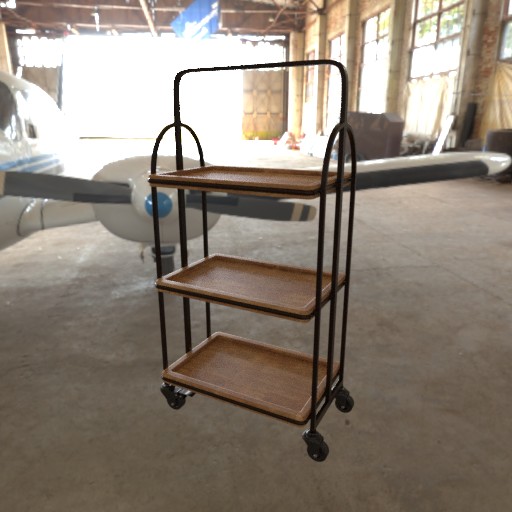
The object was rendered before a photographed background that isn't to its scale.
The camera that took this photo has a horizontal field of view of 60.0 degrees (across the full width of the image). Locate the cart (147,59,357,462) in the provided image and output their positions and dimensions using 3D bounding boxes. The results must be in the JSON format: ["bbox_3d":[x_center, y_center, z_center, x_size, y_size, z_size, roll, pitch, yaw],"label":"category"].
[{"bbox_3d":[0.000,0.000,1.251,0.553,1.001,0.327,9,19,27],"label":"cart"}]
